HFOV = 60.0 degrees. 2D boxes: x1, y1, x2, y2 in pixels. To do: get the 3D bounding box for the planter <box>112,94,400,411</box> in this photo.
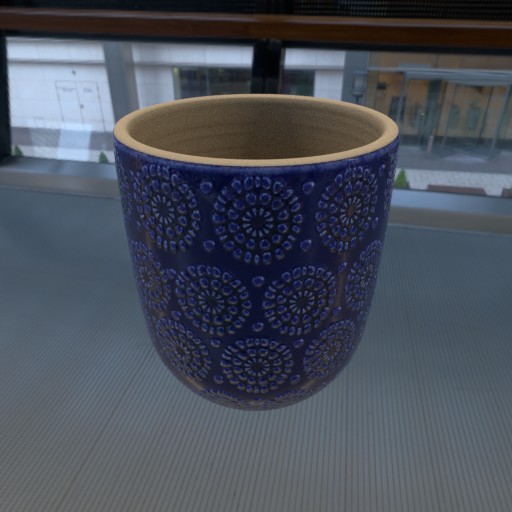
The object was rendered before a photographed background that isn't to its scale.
[{"bbox_3d":[0.000,0.000,0.340,0.184,0.206,0.184,0,30,0],"label":"planter"}]
